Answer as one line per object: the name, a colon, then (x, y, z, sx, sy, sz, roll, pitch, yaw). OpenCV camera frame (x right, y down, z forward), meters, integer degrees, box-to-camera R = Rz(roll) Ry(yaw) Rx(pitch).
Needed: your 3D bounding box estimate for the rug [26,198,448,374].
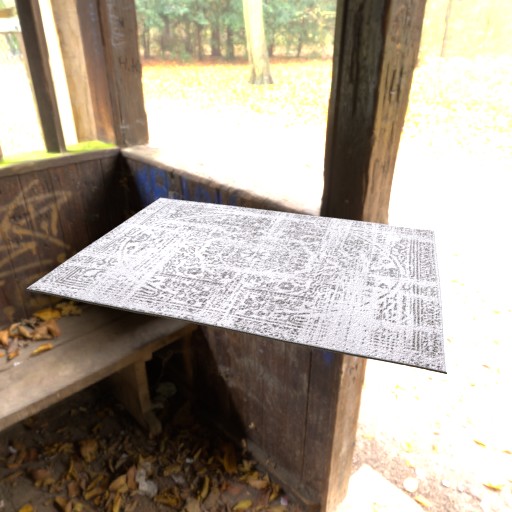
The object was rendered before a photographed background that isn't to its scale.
rug: (0.000, 0.000, 3.105, 2.438, 0.026, 1.706, 8, 29, 16)
